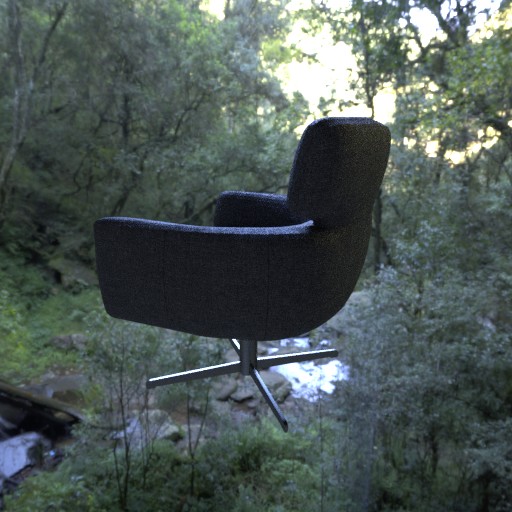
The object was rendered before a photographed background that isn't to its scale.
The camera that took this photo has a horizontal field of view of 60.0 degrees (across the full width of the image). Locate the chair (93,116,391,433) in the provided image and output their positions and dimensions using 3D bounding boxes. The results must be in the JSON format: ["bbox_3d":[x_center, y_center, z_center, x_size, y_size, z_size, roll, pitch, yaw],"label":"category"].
[{"bbox_3d":[0.000,0.000,1.370,0.715,0.812,0.706,8,17,26],"label":"chair"}]
